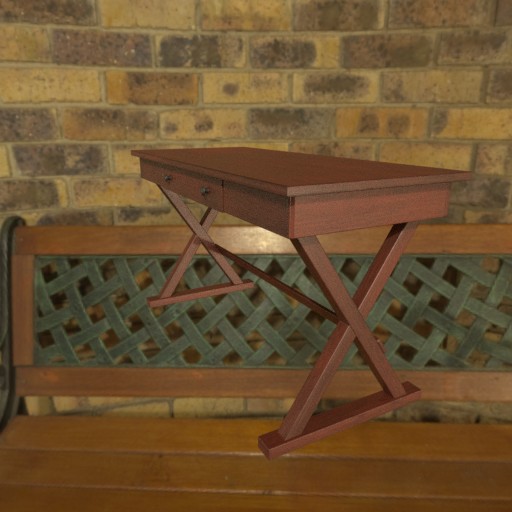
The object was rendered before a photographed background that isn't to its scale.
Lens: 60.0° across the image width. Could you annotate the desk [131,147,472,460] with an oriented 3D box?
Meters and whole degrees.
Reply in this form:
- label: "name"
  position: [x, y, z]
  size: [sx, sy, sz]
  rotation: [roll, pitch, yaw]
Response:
- label: "desk"
  position: [0.000, 0.000, 1.757]
  size: [0.600, 0.761, 1.372]
  rotation: [-9, 19, -27]
